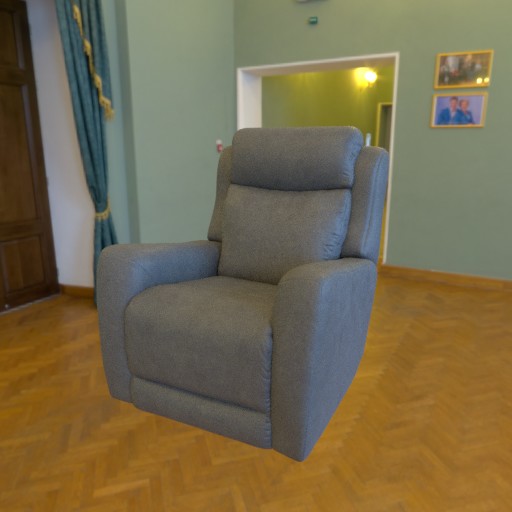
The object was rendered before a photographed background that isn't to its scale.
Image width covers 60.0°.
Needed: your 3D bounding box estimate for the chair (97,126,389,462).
[{"bbox_3d":[0.000,0.000,1.952,0.967,1.116,1.068,7,16,27],"label":"chair"}]
